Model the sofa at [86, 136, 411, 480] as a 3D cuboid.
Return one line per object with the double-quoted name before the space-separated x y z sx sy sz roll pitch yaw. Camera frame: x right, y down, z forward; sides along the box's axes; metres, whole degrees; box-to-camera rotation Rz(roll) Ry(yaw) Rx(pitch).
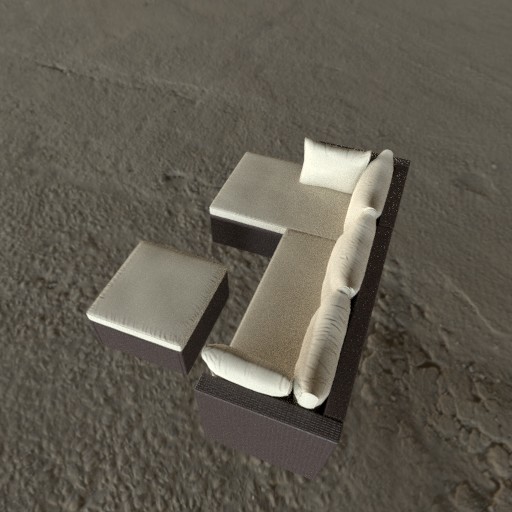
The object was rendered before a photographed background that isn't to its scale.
"sofa" 0.000 0.000 2.966 1.612 0.766 2.192 16 50 14
